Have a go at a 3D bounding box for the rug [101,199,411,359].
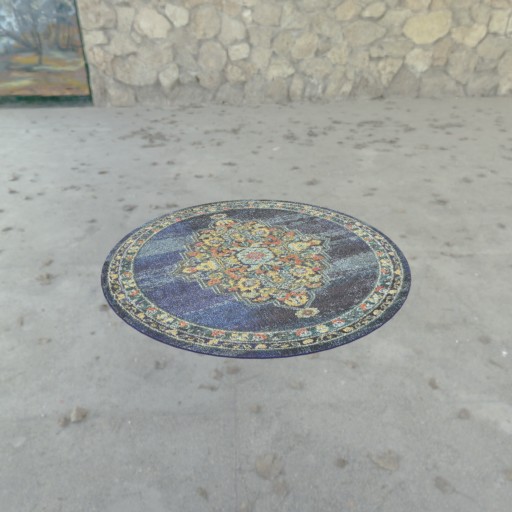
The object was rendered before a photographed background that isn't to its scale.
[{"bbox_3d":[0.000,0.000,3.560,2.386,0.014,2.386,0,29,0],"label":"rug"}]
